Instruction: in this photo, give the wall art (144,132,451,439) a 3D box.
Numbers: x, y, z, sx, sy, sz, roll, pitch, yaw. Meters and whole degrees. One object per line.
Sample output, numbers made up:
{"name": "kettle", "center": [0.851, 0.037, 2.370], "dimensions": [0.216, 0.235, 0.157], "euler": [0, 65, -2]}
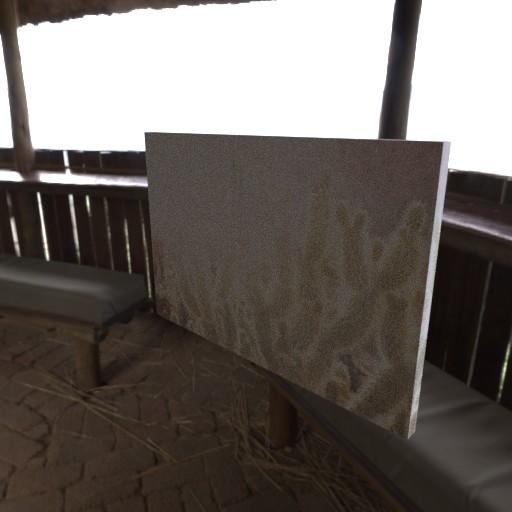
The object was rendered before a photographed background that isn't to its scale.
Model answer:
{"name": "wall art", "center": [0.000, 0.000, 1.158], "dimensions": [0.916, 0.608, 0.040], "euler": [16, 23, 41]}
